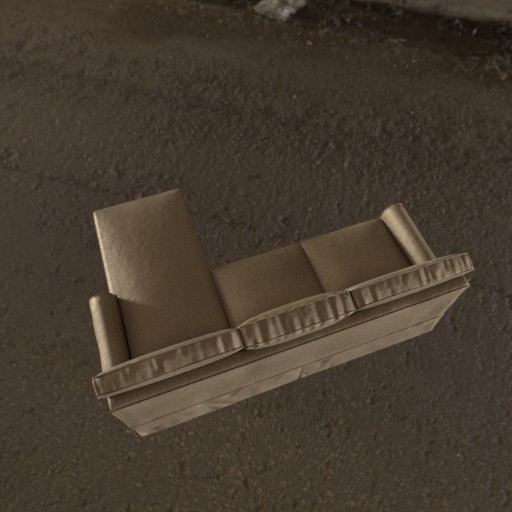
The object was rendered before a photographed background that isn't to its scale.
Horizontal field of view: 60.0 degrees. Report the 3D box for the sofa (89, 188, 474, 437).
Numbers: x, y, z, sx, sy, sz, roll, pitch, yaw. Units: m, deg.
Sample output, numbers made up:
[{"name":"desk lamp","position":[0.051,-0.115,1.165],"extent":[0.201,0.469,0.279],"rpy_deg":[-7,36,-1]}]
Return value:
[{"name":"sofa","position":[0.000,0.000,3.358],"extent":[2.475,0.978,1.733],"rpy_deg":[-17,60,-10]}]
